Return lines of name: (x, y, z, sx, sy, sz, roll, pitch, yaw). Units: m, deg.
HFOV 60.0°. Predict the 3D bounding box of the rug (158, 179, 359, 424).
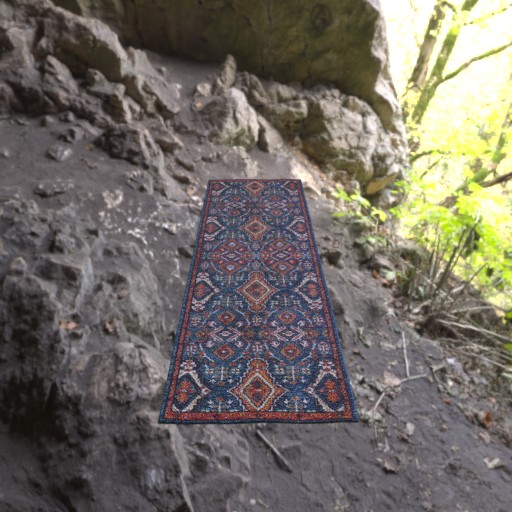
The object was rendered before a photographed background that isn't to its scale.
rug: (0.000, 0.000, 2.781, 0.801, 0.010, 2.459, 0, 33, 0)
